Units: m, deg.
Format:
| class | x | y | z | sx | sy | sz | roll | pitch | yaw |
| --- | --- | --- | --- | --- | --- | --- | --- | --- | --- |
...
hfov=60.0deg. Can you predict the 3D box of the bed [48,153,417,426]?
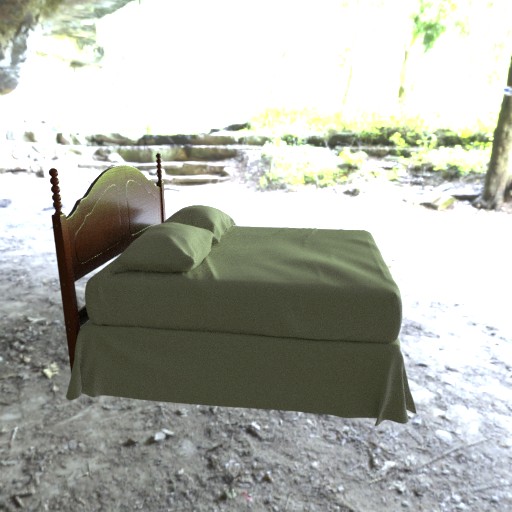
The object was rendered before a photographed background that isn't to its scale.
| class | x | y | z | sx | sy | sz | roll | pitch | yaw |
| --- | --- | --- | --- | --- | --- | --- | --- | --- | --- |
| bed | 0.000 | 0.000 | 3.194 | 2.040 | 1.356 | 1.873 | 2 | 16 | 8 |
